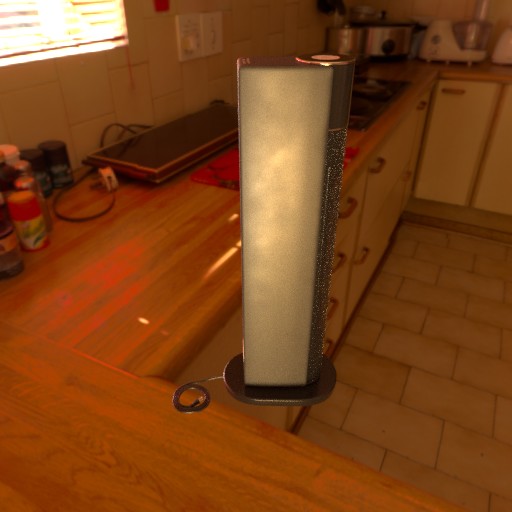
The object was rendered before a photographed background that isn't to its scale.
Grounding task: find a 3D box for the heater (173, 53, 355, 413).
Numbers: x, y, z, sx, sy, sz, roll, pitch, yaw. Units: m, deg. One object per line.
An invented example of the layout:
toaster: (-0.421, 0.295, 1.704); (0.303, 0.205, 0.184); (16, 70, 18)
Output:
heater: (0.000, 0.000, 1.040); (0.458, 0.856, 0.214); (-2, 32, -2)
